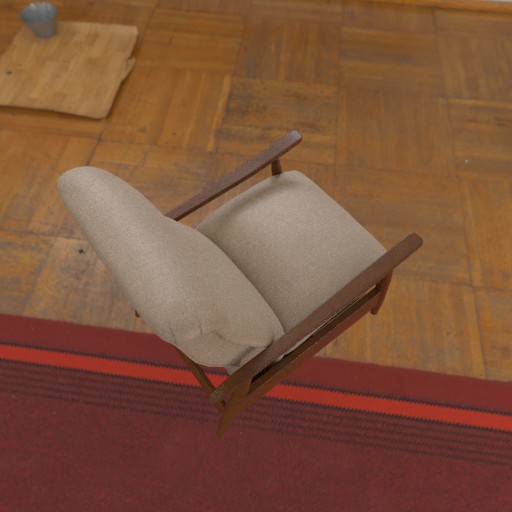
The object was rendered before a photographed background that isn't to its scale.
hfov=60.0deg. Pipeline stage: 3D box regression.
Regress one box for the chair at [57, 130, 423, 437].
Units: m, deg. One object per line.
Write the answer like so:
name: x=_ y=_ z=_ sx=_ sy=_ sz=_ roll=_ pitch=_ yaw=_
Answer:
chair: x=0.000 y=0.000 z=1.740 sx=1.030 sy=1.082 sz=0.762 roll=-33 pitch=64 yaw=-19
